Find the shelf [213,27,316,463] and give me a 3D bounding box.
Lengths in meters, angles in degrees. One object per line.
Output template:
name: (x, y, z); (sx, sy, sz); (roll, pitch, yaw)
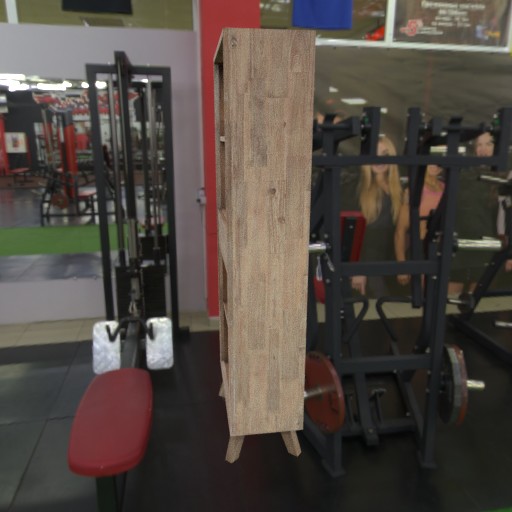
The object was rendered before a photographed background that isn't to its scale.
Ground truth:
shelf: (0.000, 0.000, 1.549); (0.267, 1.342, 0.491); (-2, 15, -8)
